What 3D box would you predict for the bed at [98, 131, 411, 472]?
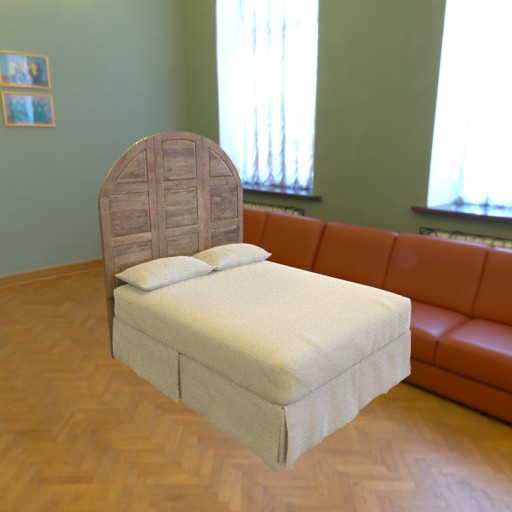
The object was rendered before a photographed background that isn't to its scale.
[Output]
[{"bbox_3d":[0.000,0.000,3.630,2.112,2.002,1.713,14,20,43],"label":"bed"}]
